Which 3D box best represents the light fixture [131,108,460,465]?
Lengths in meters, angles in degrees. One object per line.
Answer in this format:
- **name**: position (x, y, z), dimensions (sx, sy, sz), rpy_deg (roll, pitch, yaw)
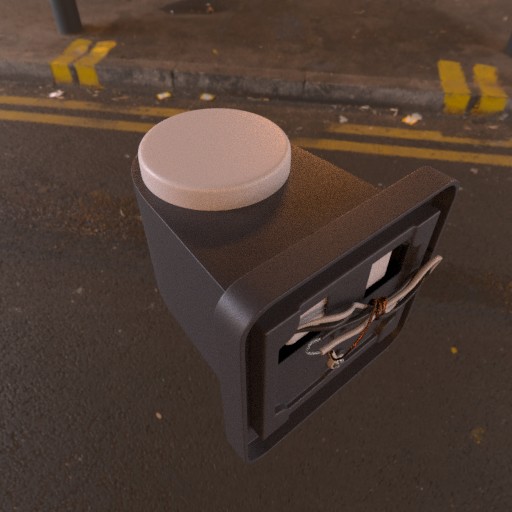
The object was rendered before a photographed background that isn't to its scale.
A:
- **light fixture**: position (0.000, 0.000, 0.210), dimensions (0.109, 0.109, 0.132), rpy_deg (-31, 53, -27)
